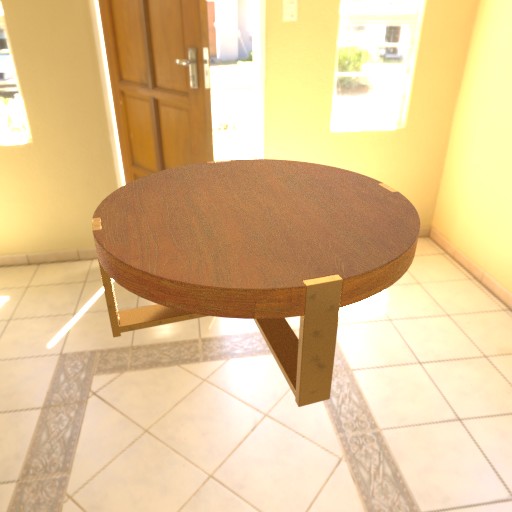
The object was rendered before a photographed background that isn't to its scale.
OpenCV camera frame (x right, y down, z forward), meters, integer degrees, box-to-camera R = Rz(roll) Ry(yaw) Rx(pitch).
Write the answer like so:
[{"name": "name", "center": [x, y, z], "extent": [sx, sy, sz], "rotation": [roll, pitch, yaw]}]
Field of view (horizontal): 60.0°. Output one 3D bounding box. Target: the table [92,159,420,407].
[{"name": "table", "center": [0.000, 0.000, 1.666], "extent": [1.100, 0.420, 1.100], "rotation": [0, 29, 0]}]
